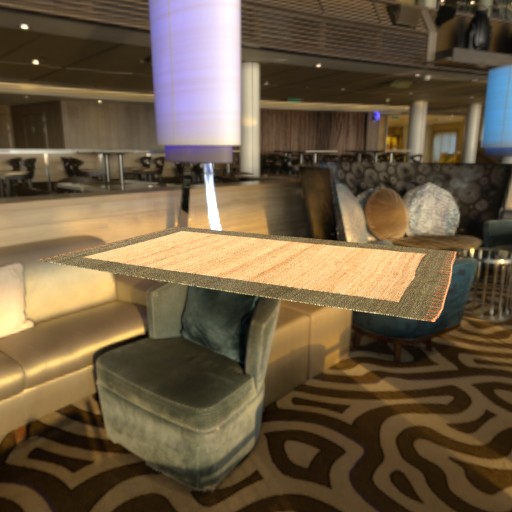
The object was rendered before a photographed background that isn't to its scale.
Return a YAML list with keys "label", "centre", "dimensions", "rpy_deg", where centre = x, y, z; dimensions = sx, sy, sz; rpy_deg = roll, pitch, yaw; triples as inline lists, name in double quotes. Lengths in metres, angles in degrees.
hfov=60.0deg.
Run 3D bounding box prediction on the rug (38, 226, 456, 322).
- label: "rug"
  centre: [0.000, 0.000, 2.995]
  dimensions: [2.435, 0.006, 1.521]
  rpy_deg: [7, 15, 26]
